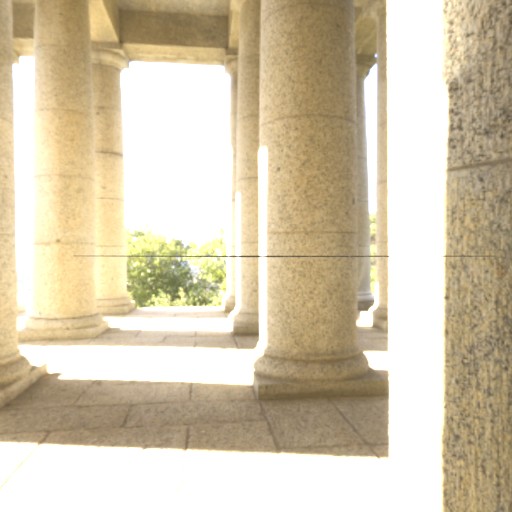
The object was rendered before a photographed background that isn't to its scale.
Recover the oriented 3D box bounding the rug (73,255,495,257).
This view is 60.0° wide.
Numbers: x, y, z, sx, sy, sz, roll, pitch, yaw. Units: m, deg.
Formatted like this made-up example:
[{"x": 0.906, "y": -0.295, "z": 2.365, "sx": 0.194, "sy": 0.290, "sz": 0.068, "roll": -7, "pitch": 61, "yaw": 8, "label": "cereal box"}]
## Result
[{"x": 0.000, "y": 0.000, "z": 3.796, "sx": 2.283, "sy": 0.006, "sz": 2.892, "roll": 0, "pitch": 0, "yaw": -36, "label": "rug"}]
